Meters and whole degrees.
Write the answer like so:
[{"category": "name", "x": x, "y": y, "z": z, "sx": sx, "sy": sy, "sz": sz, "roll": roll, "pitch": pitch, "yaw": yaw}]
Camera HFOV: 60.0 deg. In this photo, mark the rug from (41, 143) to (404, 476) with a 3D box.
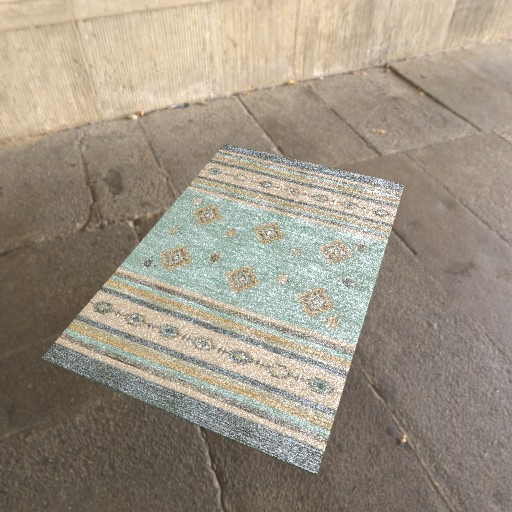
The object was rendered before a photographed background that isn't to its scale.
[{"category": "rug", "x": 0.000, "y": 0.000, "z": 2.291, "sx": 1.212, "sy": 0.010, "sz": 1.811, "roll": 17, "pitch": 48, "yaw": 15}]
